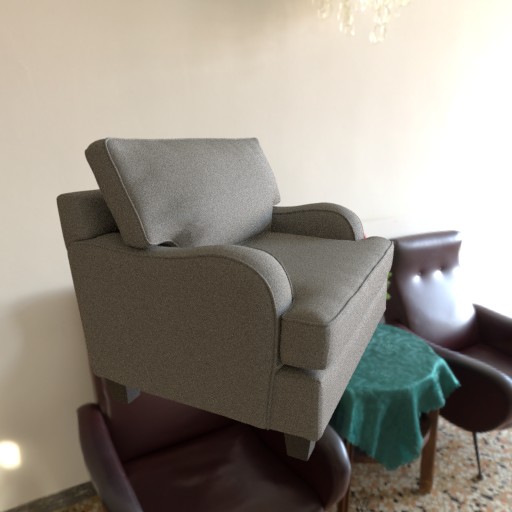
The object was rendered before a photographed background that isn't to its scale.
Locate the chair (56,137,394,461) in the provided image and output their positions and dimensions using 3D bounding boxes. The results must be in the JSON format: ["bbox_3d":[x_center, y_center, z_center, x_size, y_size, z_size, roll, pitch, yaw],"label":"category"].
[{"bbox_3d":[0.000,0.000,1.963,1.040,1.016,1.220,7,17,24],"label":"chair"}]
